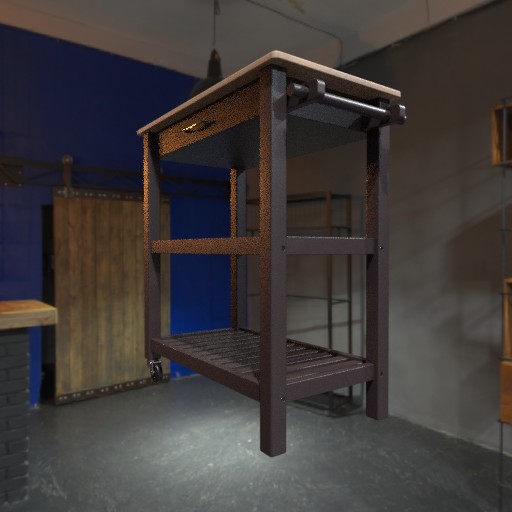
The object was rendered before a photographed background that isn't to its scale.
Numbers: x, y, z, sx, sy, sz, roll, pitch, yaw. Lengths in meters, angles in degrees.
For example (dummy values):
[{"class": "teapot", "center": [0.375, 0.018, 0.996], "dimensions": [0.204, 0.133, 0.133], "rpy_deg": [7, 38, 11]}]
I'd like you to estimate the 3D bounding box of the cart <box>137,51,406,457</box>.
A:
[{"class": "cart", "center": [0.000, 0.000, 1.436], "dimensions": [0.457, 0.927, 0.899], "rpy_deg": [-1, 1, -36]}]
